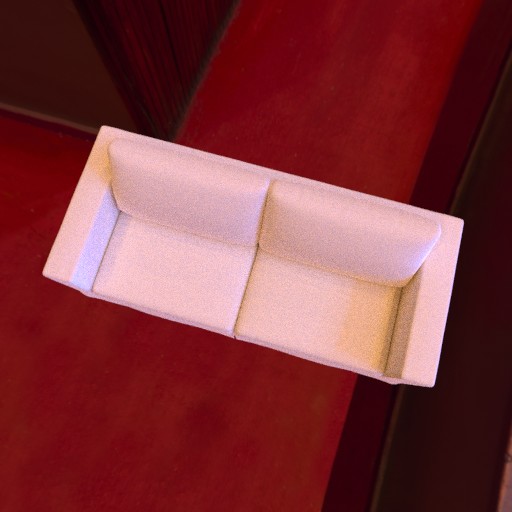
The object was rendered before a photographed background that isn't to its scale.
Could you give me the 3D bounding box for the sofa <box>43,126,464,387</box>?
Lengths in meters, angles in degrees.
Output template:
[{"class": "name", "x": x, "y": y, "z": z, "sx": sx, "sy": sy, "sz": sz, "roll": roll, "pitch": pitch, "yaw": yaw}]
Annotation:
[{"class": "sofa", "x": 0.000, "y": 0.000, "z": 2.613, "sx": 2.163, "sy": 0.881, "sz": 0.954, "roll": 15, "pitch": 77, "yaw": 4}]
